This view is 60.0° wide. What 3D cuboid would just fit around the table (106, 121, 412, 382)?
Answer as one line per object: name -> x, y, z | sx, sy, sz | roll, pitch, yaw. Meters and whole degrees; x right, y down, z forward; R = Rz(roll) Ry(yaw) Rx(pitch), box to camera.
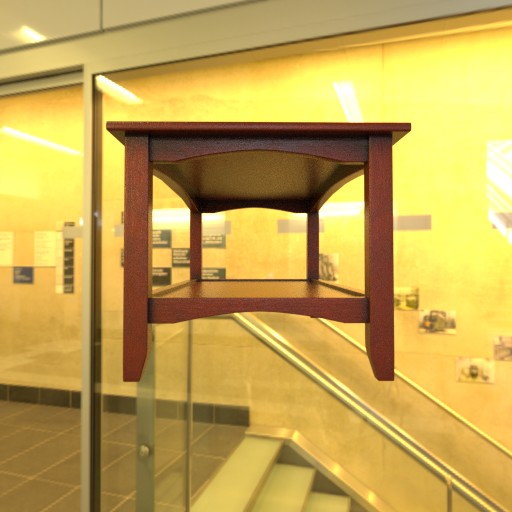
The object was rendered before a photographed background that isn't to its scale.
table -> 0.000, 0.000, 1.237 | 0.533, 0.456, 0.943 | 0, -1, -1
